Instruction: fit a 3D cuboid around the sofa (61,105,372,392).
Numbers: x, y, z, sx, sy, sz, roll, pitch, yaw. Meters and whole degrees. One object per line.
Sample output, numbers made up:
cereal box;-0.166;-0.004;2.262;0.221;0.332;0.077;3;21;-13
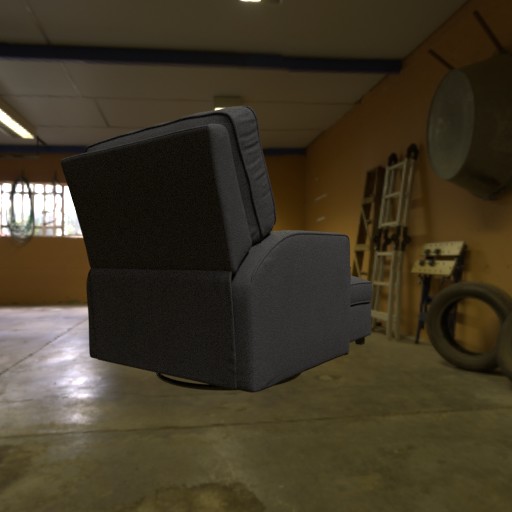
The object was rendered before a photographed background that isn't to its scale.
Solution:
sofa;0.000;0.000;2.024;0.861;0.959;1.472;0;-1;36
